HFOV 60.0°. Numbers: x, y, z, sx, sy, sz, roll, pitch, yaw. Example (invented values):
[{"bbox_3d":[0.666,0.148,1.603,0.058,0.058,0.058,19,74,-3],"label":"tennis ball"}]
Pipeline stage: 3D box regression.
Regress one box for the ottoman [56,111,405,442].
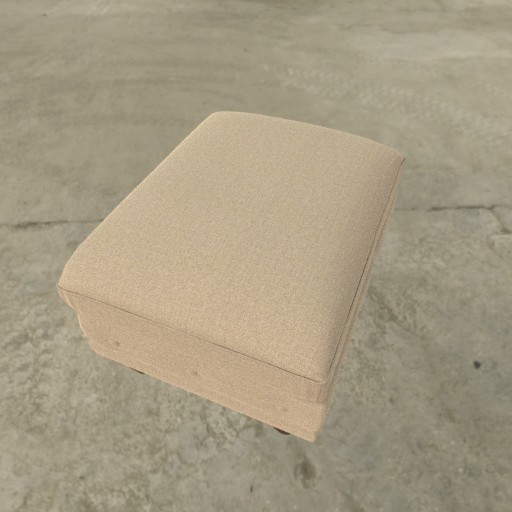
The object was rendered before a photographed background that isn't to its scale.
[{"bbox_3d":[0.000,0.000,1.049,0.541,0.463,0.684,17,48,16],"label":"ottoman"}]
